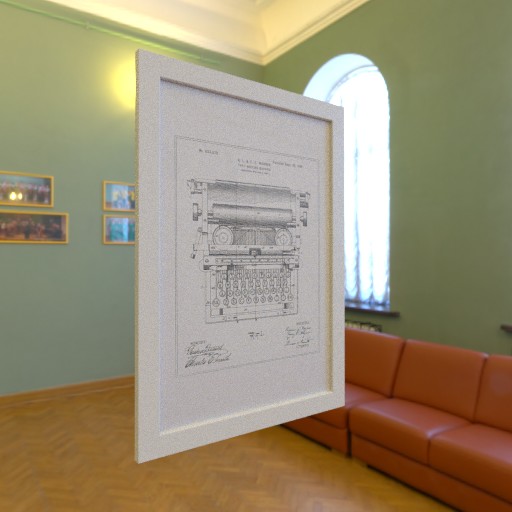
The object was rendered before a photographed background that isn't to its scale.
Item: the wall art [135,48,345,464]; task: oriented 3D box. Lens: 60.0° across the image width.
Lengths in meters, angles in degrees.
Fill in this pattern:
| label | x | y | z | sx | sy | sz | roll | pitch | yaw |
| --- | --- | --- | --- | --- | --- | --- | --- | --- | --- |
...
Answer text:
| label | x | y | z | sx | sy | sz | roll | pitch | yaw |
| --- | --- | --- | --- | --- | --- | --- | --- | --- | --- |
| wall art | 0.000 | 0.000 | 0.685 | 0.381 | 0.533 | 0.013 | 0 | 0 | -36 |
